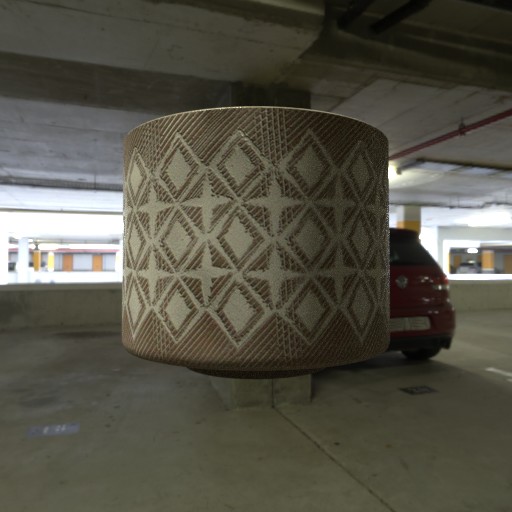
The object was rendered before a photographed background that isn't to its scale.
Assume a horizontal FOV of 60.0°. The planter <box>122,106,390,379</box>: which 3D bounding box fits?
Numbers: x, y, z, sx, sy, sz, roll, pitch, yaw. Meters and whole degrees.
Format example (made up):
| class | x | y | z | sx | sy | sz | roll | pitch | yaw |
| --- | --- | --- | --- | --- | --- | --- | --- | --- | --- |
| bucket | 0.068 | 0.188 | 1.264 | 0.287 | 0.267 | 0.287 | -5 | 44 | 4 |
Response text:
| class | x | y | z | sx | sy | sz | roll | pitch | yaw |
| --- | --- | --- | --- | --- | --- | --- | --- | --- | --- |
| planter | 0.000 | 0.000 | 0.219 | 0.126 | 0.104 | 0.126 | 0 | -1 | 0 |
